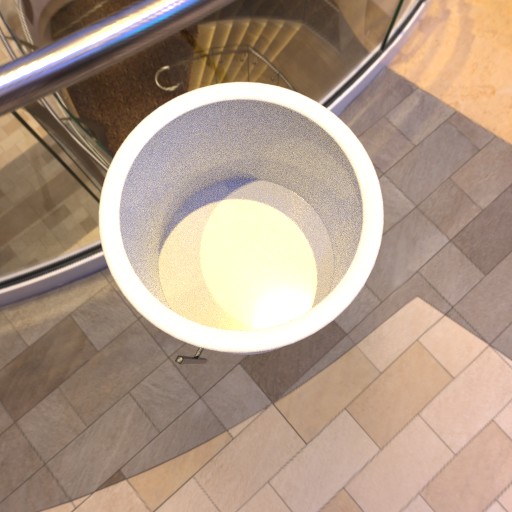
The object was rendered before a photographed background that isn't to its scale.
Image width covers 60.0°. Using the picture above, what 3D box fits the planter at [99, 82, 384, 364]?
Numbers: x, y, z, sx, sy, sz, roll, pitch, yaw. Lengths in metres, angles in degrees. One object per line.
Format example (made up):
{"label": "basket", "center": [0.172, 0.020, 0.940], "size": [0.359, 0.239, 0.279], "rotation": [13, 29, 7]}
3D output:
{"label": "planter", "center": [0.000, 0.000, 0.739], "size": [0.361, 0.480, 0.360], "rotation": [3, 76, 1]}
